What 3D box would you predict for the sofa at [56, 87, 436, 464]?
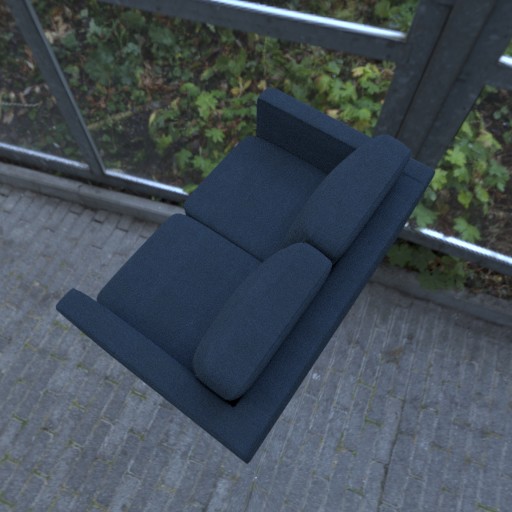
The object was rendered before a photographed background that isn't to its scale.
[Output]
[{"bbox_3d":[0.000,0.000,2.143,0.999,0.930,1.518,33,68,15],"label":"sofa"}]
